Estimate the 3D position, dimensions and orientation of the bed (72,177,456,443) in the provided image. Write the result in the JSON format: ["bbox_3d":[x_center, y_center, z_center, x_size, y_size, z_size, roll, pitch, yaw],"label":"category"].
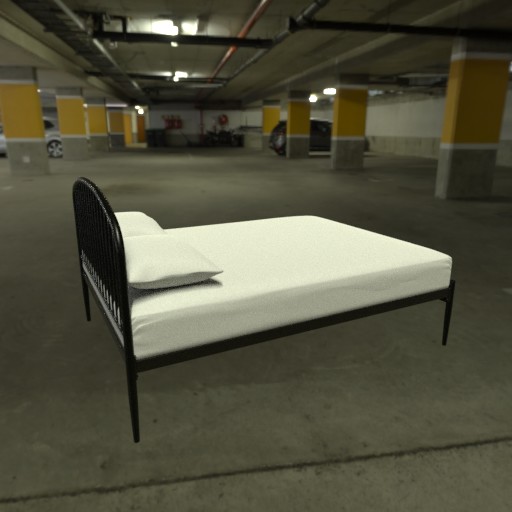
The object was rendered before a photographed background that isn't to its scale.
[{"bbox_3d":[0.000,0.000,3.105,2.159,1.166,1.618,-8,18,-27],"label":"bed"}]
